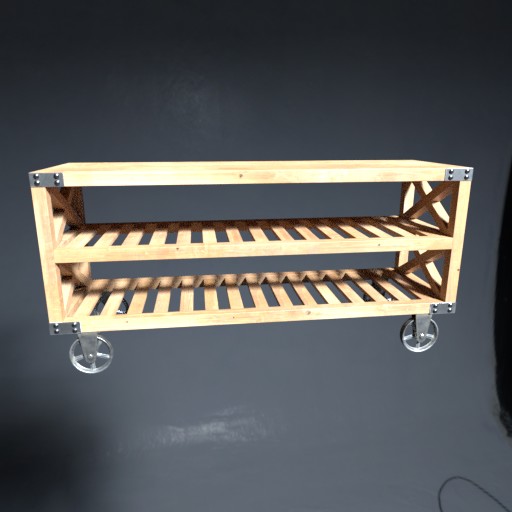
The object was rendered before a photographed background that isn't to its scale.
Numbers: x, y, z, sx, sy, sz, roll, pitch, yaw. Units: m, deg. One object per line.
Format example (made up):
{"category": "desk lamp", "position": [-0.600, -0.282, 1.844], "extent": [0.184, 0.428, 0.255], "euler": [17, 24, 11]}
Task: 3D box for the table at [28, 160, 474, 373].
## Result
{"category": "table", "position": [0.000, 0.000, 1.767], "extent": [1.487, 0.711, 0.467], "euler": [-2, 16, -7]}
